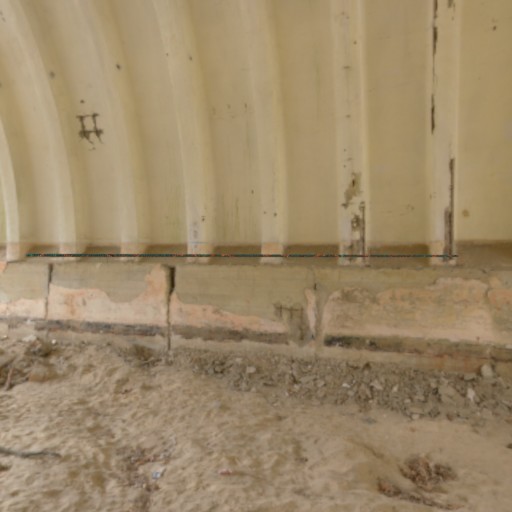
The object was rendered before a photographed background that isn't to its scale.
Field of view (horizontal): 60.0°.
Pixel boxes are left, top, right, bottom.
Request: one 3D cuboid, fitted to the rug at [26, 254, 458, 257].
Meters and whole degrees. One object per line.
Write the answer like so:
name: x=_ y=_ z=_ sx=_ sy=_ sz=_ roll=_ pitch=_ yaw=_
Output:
rug: x=0.000 y=0.000 z=2.558 sx=2.286 sy=0.013 sz=0.686 roll=0 pitch=0 yaw=-18
